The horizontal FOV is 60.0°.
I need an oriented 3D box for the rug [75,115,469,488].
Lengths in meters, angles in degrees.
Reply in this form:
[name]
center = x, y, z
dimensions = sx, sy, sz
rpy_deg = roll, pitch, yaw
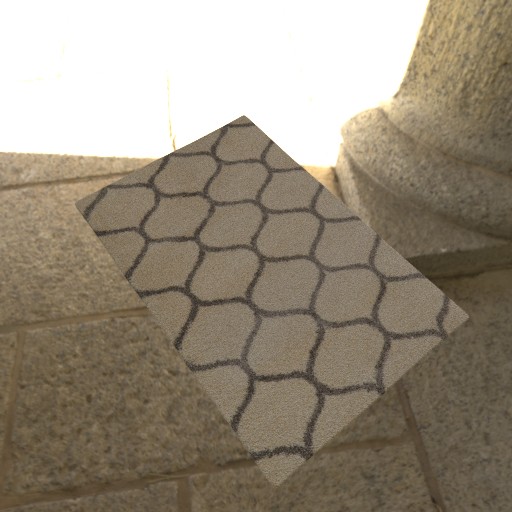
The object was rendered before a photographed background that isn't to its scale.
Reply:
[rug]
center = 0.000, 0.000, 3.456
dimensions = 1.801, 0.026, 2.701
rpy_deg = -33, 64, -19
